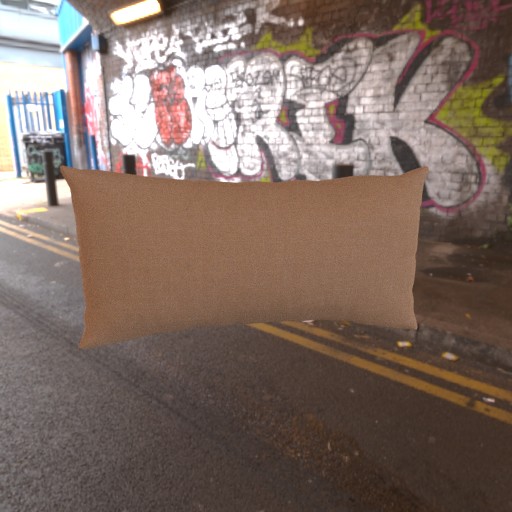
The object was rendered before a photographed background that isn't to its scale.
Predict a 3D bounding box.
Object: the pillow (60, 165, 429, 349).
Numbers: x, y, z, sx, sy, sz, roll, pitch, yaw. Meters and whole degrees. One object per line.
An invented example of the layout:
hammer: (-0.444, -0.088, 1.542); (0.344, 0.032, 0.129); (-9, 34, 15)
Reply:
pillow: (0.000, 0.000, 0.757); (0.612, 0.308, 0.148); (-2, 15, -7)
